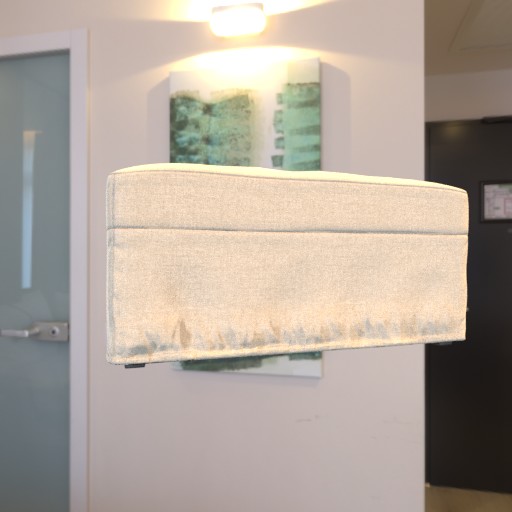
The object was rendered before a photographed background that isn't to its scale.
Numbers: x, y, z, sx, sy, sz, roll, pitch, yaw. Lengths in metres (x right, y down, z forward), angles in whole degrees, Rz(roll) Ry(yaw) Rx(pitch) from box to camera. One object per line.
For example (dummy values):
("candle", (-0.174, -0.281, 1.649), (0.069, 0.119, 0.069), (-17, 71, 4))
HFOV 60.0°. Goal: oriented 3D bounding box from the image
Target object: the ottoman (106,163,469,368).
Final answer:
("ottoman", (0.000, 0.000, 1.324), (0.843, 0.436, 0.840), (0, 0, -18))
